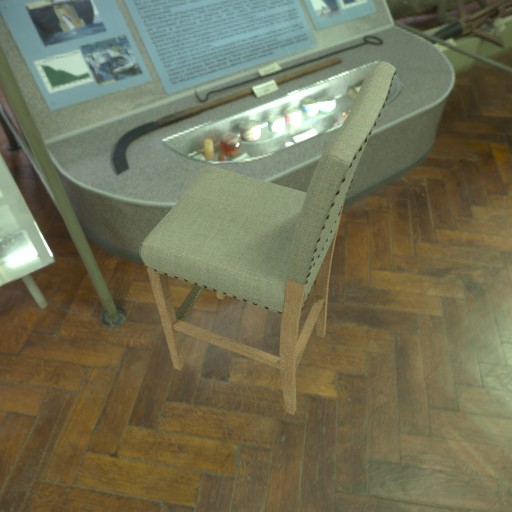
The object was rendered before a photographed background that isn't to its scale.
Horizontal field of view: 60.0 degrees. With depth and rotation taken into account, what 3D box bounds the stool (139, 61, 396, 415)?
[{"bbox_3d":[0.000,0.000,1.463,0.585,1.203,0.445,18,50,16],"label":"stool"}]
